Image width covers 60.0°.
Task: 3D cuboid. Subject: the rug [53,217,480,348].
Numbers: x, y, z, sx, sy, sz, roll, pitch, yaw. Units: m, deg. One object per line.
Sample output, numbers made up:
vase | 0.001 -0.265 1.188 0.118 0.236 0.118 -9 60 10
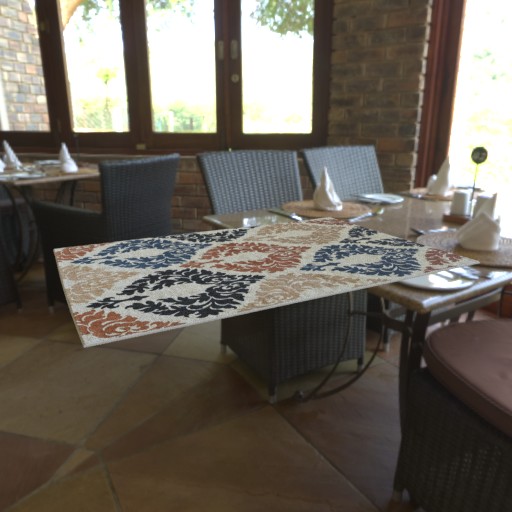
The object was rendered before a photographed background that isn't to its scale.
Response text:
rug | 0.000 0.000 2.810 2.275 0.014 1.514 -9 19 -27
